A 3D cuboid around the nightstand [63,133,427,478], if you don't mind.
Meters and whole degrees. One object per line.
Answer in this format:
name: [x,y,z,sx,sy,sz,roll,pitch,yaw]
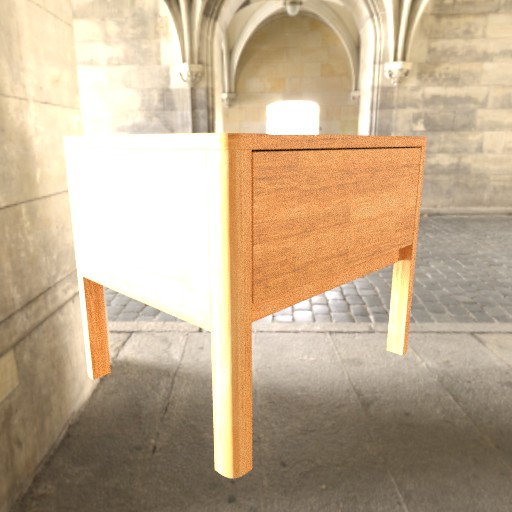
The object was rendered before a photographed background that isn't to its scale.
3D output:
nightstand: [0.000,0.000,0.902,0.440,0.470,0.560,13,20,42]
